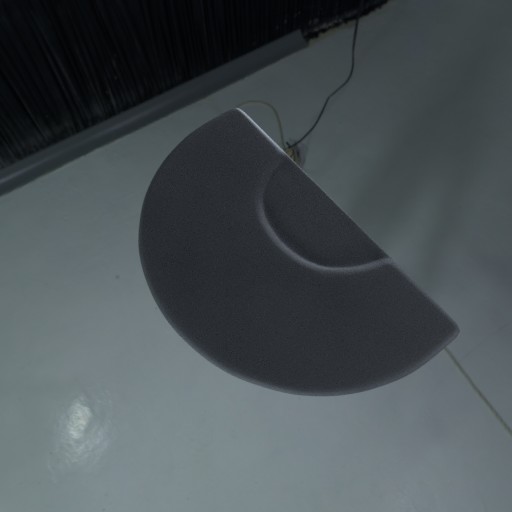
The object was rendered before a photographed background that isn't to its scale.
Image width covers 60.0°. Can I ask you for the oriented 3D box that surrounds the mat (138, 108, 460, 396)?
[{"bbox_3d":[0.000,0.000,1.902,0.917,0.016,1.525,-34,68,-16],"label":"mat"}]
